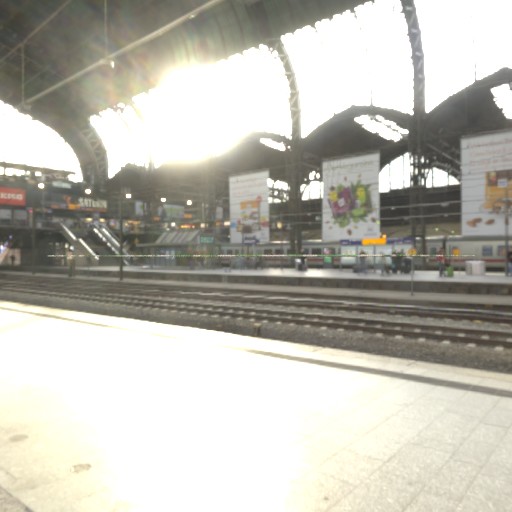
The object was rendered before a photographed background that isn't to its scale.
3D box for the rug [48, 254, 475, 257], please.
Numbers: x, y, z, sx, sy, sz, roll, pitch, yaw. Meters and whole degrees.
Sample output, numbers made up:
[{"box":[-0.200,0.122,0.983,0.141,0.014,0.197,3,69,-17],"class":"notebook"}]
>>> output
[{"box":[0.000,0.000,2.270,1.826,0.006,1.220,0,0,37],"class":"rug"}]
